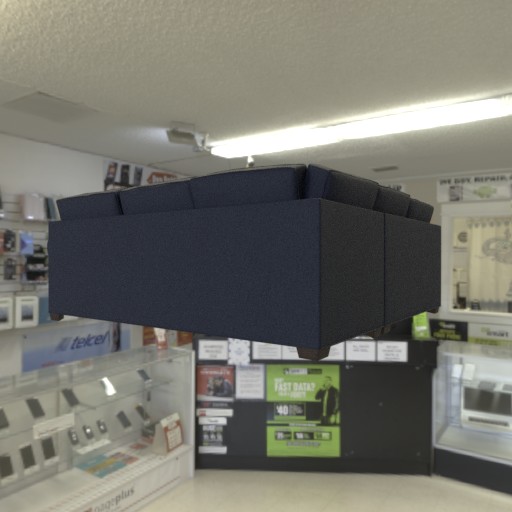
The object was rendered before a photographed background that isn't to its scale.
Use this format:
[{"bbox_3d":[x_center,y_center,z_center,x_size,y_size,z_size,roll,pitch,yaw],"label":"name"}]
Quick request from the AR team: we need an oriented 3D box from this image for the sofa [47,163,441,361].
[{"bbox_3d":[0.000,0.000,3.904,2.562,1.042,2.487,0,0,36],"label":"sofa"}]
